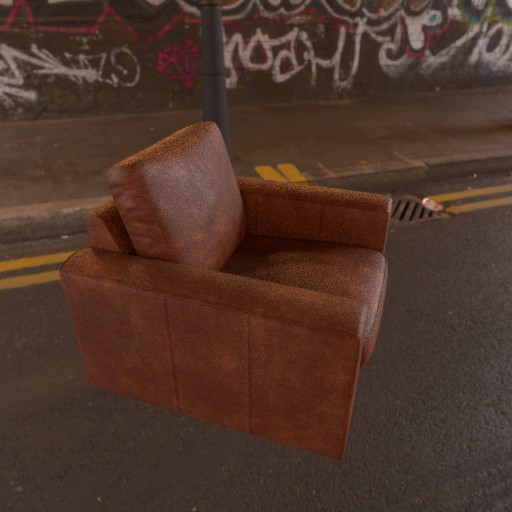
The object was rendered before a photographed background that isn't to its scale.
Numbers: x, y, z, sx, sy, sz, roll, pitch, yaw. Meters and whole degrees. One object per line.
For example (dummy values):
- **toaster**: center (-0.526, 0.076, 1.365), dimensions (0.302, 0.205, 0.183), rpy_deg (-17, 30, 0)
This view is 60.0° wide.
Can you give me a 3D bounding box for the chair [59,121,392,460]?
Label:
- **chair**: center (0.000, 0.000, 1.753), dimensions (1.016, 0.873, 1.005), rpy_deg (10, 32, 17)
